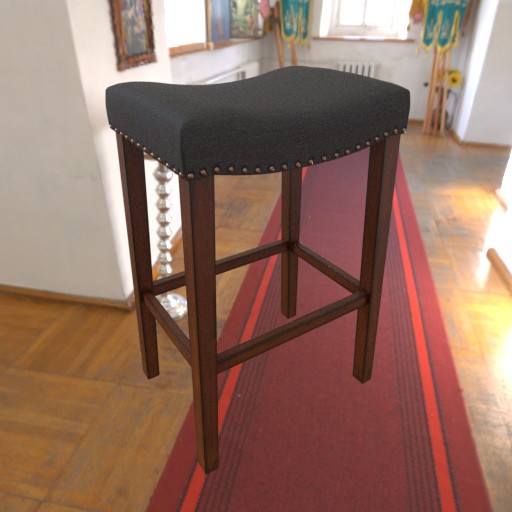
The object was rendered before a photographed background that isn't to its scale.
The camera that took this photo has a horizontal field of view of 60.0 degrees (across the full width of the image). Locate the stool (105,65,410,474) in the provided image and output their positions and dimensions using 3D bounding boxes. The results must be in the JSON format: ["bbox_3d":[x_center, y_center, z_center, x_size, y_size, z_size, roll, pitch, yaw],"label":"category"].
[{"bbox_3d":[0.000,0.000,1.014,0.502,0.760,0.366,-19,35,-28],"label":"stool"}]
